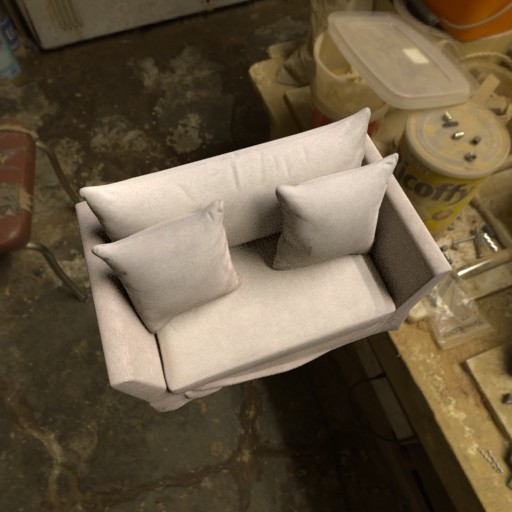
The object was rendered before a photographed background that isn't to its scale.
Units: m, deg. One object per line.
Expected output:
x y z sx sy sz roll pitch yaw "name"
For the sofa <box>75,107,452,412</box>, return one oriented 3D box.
0.000 0.000 2.329 1.608 1.040 1.035 -17 63 -9 "sofa"
